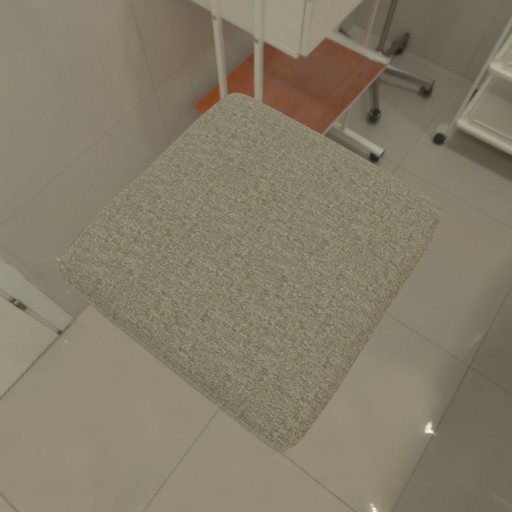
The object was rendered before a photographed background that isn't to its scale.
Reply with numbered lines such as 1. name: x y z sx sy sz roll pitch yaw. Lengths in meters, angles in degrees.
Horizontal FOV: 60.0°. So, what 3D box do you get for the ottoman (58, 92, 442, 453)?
1. ottoman: 0.000 0.000 1.708 1.035 0.526 1.039 34 69 15
